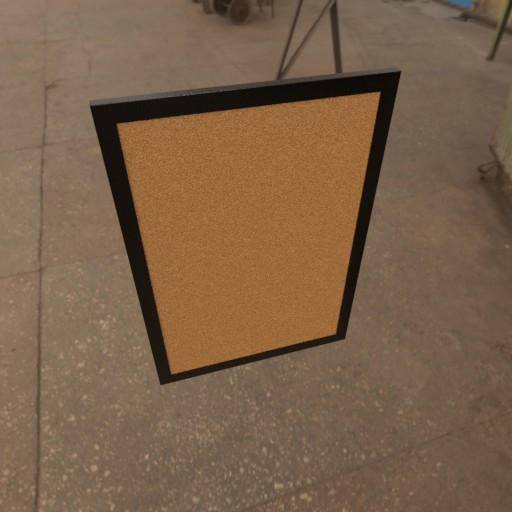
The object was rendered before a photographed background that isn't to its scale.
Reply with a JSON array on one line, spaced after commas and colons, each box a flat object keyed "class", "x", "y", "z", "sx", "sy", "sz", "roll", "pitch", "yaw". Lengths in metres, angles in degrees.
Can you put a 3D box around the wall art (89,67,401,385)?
[{"class": "wall art", "x": 0.000, "y": 0.000, "z": 0.855, "sx": 0.462, "sy": 0.656, "sz": 0.019, "roll": -11, "pitch": 42, "yaw": -12}]
